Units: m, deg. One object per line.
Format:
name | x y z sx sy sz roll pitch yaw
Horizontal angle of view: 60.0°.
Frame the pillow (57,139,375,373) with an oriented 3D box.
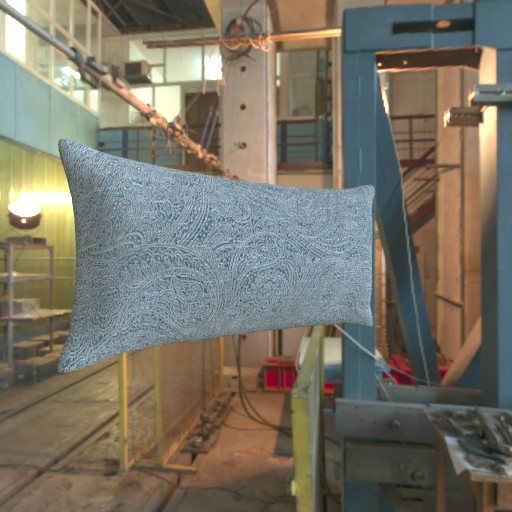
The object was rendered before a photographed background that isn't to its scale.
pillow | 0.000 0.000 0.736 0.615 0.295 0.151 0 0 -37
